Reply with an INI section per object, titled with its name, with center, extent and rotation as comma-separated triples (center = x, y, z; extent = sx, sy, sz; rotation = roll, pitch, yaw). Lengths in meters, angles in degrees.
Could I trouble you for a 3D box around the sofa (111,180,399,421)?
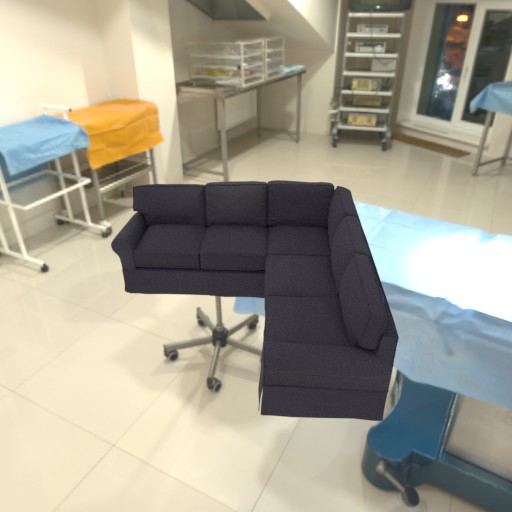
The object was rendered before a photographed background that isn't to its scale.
[sofa]
center = 0.000, 0.000, 4.981
extent = 3.773, 1.169, 2.874
rotation = 19, 36, 29
